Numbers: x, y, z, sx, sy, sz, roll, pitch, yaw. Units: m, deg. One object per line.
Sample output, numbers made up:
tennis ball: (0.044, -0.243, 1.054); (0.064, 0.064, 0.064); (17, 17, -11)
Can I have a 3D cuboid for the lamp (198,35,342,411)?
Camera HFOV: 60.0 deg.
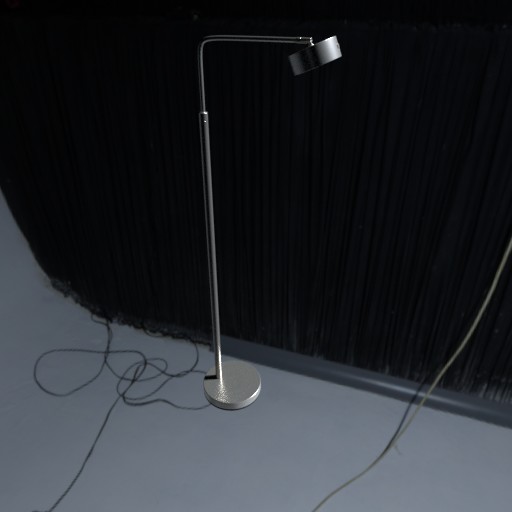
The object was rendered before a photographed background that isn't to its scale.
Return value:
lamp: (0.000, 0.000, 1.391); (0.421, 1.250, 0.222); (11, 33, 18)
